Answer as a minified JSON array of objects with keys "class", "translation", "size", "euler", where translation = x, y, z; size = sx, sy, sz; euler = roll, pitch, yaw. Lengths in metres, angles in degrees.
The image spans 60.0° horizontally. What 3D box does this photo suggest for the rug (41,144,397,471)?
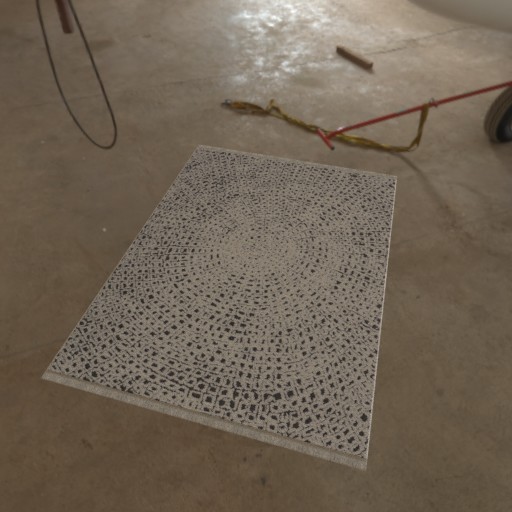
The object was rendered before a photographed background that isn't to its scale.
[{"class":"rug","translation":[0.000,0.000,2.067],"size":[1.190,0.003,1.634],"euler":[12,47,11]}]
